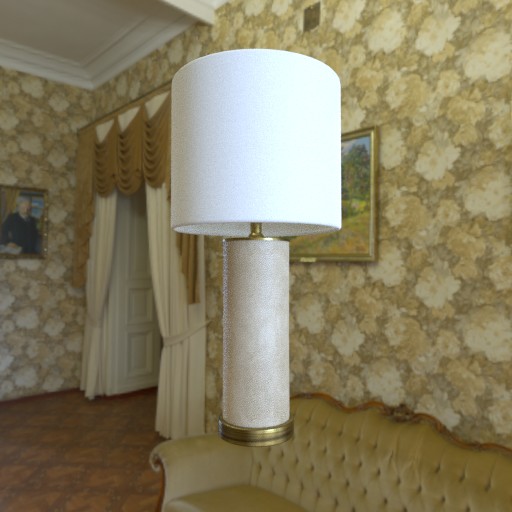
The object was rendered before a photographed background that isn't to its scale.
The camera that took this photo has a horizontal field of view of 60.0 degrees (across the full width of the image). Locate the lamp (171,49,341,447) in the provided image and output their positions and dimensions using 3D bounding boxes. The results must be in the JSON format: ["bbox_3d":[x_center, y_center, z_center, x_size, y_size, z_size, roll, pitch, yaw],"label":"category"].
[{"bbox_3d":[0.000,0.000,0.807,0.305,0.634,0.305,0,-2,1],"label":"lamp"}]
